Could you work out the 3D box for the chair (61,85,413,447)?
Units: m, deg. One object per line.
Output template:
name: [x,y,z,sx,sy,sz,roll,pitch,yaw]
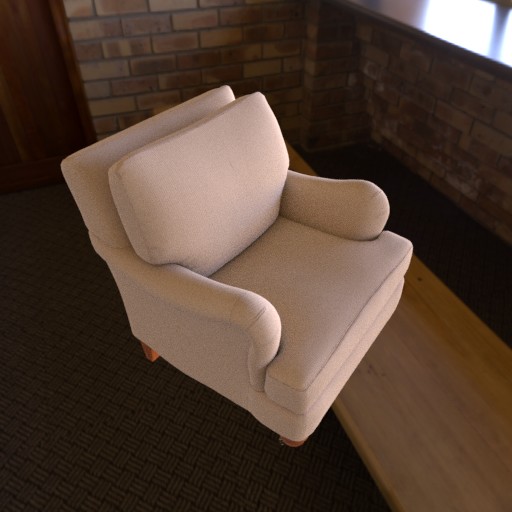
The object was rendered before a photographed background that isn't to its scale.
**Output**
chair: [0.000,0.000,1.853,1.070,1.038,0.955,26,47,27]
